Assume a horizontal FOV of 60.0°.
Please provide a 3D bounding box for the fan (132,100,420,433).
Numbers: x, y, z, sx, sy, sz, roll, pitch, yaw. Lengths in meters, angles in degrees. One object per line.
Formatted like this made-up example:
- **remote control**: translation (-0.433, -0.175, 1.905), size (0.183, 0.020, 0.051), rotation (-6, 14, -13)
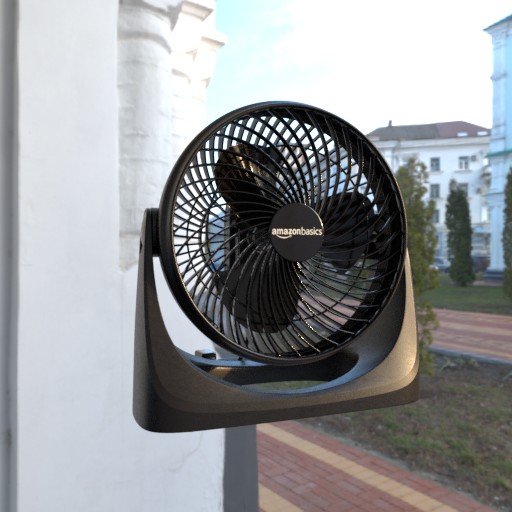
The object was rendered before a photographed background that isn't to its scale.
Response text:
- **fan**: translation (0.000, 0.000, 0.494), size (0.273, 0.277, 0.256), rotation (0, -1, -19)
